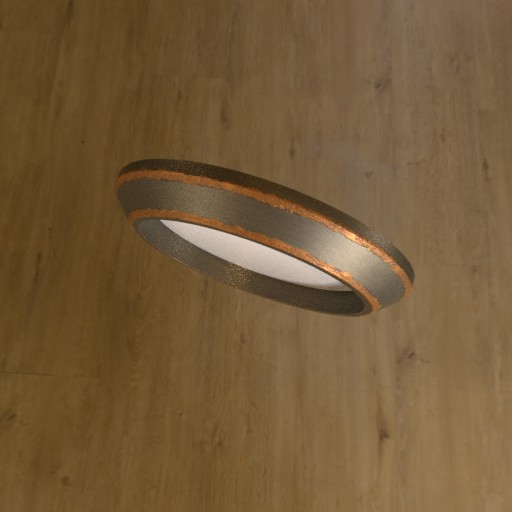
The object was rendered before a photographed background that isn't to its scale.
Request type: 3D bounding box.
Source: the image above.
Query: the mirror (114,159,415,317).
[{"bbox_3d":[0.000,0.000,1.343,0.907,0.907,0.111,19,76,5],"label":"mirror"}]
